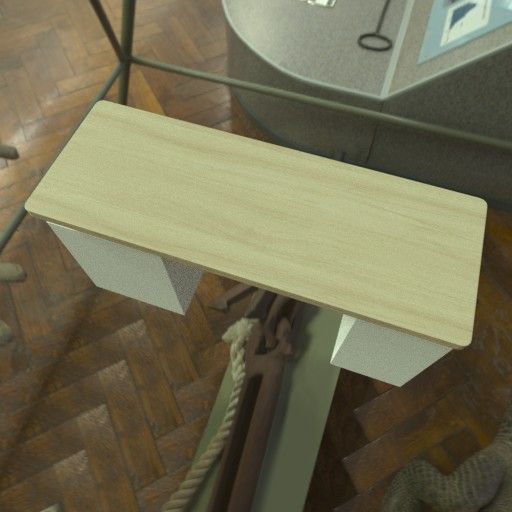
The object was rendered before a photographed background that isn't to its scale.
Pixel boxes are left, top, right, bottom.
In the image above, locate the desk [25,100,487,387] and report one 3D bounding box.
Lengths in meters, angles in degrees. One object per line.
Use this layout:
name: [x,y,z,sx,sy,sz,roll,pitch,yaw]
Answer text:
desk: [0.000,0.000,1.849,1.500,0.755,0.550,17,63,9]
